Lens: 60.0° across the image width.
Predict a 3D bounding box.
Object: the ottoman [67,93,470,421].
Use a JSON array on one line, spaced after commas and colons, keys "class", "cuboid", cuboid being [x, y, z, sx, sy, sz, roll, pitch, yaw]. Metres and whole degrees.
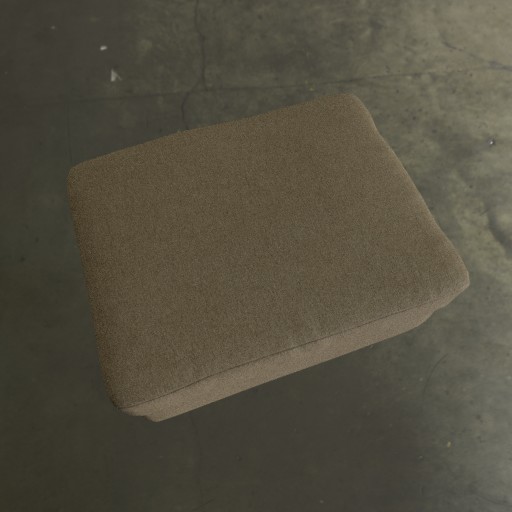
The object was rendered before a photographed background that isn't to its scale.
[{"class": "ottoman", "cuboid": [0.000, 0.000, 1.303, 0.889, 0.511, 0.692, -18, 64, -9]}]
